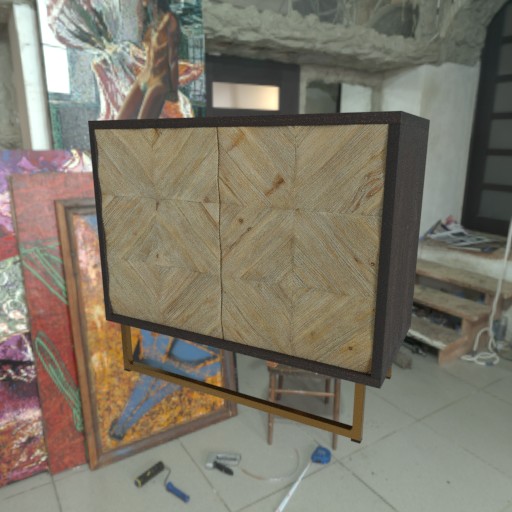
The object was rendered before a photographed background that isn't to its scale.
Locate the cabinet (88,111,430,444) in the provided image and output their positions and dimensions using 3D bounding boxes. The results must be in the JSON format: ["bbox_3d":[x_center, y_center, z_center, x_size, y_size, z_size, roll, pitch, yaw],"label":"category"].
[{"bbox_3d":[0.000,0.000,1.468,0.950,0.860,0.451,8,16,27],"label":"cabinet"}]
